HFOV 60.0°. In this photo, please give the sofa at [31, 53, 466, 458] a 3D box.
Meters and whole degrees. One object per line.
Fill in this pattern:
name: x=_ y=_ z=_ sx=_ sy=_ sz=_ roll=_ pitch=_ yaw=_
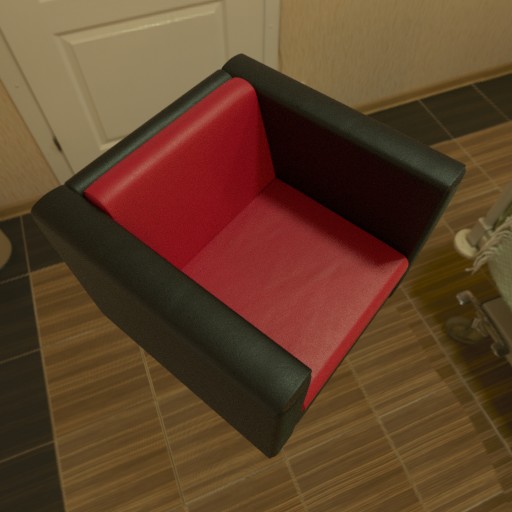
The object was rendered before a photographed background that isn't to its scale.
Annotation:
sofa: x=0.000 y=0.000 z=1.430 sx=0.809 sy=0.724 sz=0.839 roll=35 pitch=64 yaw=19
